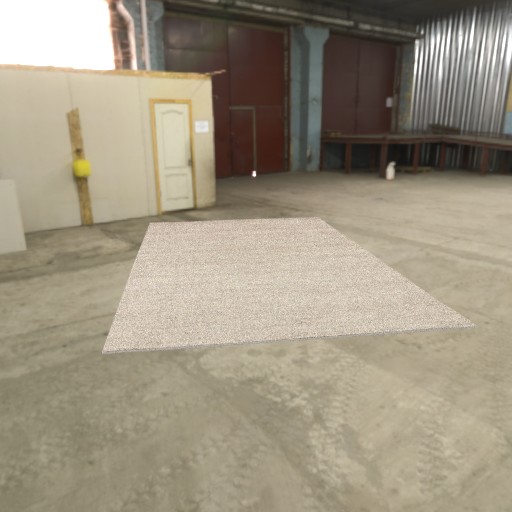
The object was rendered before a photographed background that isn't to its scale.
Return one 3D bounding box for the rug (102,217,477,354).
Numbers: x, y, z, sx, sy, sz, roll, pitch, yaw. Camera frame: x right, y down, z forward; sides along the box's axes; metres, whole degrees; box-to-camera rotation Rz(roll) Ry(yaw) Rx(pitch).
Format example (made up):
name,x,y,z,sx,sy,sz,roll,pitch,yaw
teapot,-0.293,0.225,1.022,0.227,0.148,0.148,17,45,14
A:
name,x,y,z,sx,sy,sz,roll,pitch,yaw
rug,0.000,0.000,2.171,1.154,0.021,1.792,-2,16,-8
